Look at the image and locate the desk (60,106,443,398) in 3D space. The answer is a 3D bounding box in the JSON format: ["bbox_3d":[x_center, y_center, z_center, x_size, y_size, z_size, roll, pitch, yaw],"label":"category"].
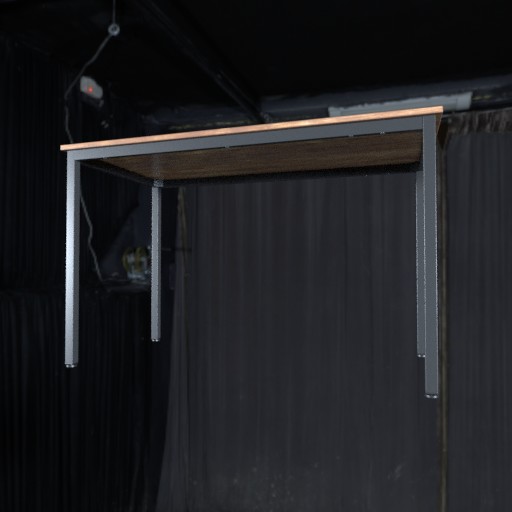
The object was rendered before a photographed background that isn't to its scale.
[{"bbox_3d":[0.000,0.000,1.592,1.200,0.749,0.600,0,-1,18],"label":"desk"}]
